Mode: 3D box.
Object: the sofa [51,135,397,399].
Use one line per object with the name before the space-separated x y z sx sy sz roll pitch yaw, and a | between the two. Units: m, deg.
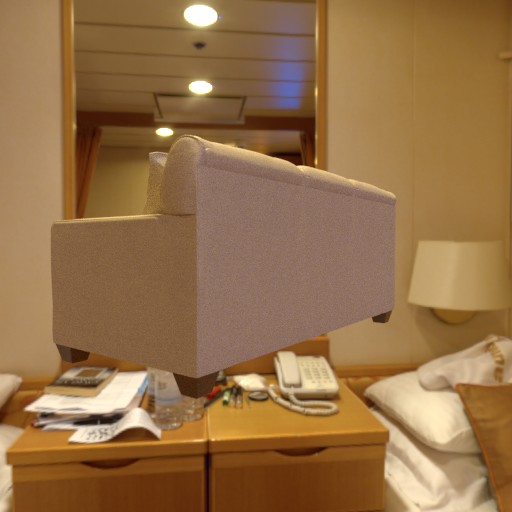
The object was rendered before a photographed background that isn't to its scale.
sofa | 0.000 0.000 2.596 0.997 0.958 2.024 1 2 36
